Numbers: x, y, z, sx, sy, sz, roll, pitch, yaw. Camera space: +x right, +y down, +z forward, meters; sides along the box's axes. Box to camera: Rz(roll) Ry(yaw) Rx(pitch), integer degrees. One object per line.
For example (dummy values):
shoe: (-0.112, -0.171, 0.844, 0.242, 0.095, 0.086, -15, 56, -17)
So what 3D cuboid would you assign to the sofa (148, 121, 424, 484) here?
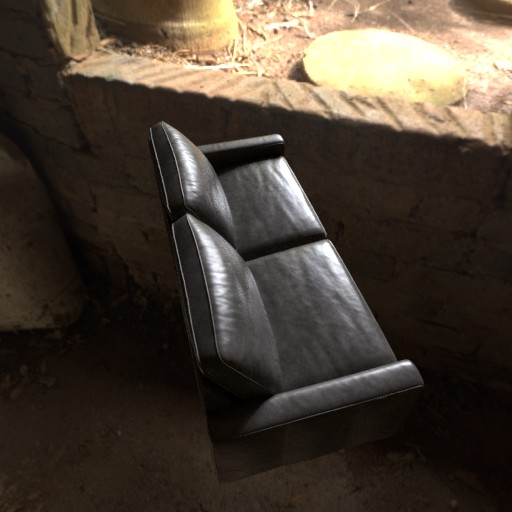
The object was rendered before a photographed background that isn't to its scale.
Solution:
sofa: (0.000, 0.000, 2.549, 0.939, 0.916, 2.081, -11, 48, -11)
